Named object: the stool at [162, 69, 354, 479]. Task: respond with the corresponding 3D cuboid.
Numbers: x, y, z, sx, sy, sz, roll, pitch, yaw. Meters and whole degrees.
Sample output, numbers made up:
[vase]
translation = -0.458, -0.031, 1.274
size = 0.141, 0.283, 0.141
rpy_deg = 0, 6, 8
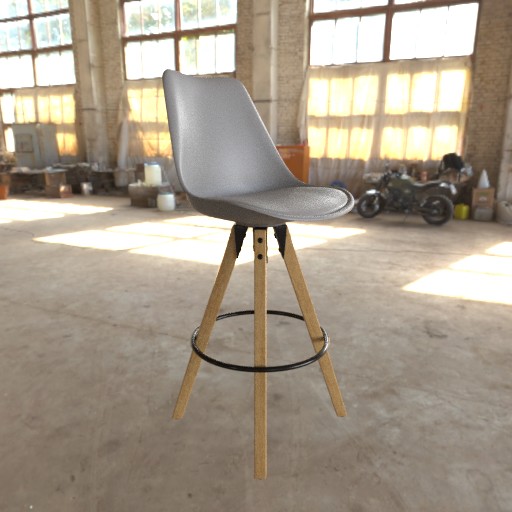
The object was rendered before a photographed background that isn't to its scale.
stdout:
[stool]
translation = 0.000, 0.000, 1.387
size = 0.550, 1.115, 0.485
rpy_deg = 14, 20, 43
